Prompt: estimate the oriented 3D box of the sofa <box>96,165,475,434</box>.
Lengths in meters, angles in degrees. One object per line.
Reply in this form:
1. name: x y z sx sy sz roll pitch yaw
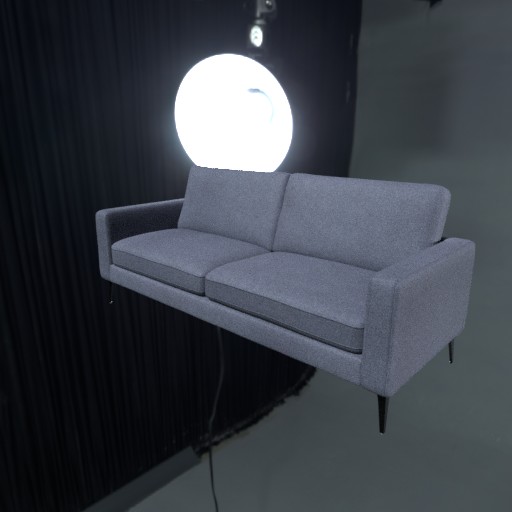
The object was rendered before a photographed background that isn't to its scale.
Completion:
1. sofa: 0.000 0.000 2.330 1.925 0.828 0.774 14 21 41
